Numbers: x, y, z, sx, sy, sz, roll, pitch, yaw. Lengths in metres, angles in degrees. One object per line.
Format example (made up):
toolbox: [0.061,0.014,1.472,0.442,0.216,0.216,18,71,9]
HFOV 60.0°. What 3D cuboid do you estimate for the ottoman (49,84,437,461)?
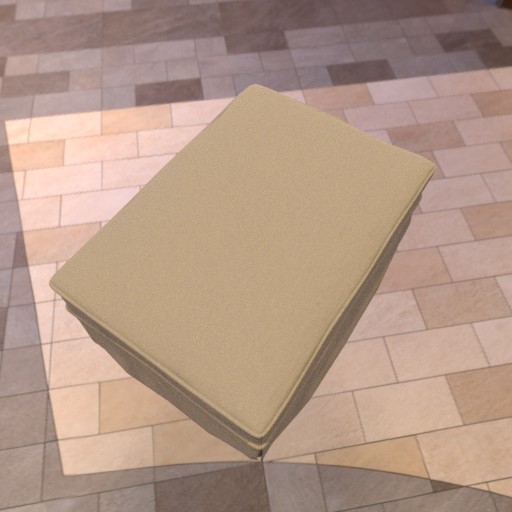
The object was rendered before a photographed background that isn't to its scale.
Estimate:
ottoman: [0.000,0.000,1.338,0.703,0.479,0.944,31,64,16]
